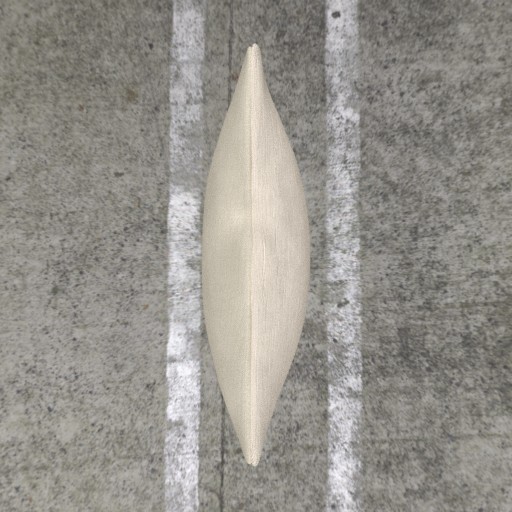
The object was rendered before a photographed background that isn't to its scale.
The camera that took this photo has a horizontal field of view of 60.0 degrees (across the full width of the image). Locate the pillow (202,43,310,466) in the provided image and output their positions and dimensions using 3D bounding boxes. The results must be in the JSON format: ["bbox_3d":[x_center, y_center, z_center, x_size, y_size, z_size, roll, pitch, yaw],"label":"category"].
[{"bbox_3d":[0.000,0.000,0.659,0.162,0.420,0.437,0,90,1],"label":"pillow"}]
